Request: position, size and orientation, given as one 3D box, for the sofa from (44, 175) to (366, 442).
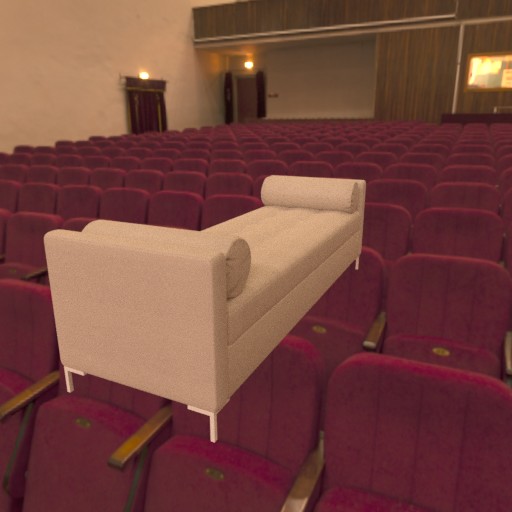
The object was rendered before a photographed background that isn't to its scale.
[{"bbox_3d":[0.000,0.000,2.316,0.686,0.635,1.981,8,18,25],"label":"sofa"}]
